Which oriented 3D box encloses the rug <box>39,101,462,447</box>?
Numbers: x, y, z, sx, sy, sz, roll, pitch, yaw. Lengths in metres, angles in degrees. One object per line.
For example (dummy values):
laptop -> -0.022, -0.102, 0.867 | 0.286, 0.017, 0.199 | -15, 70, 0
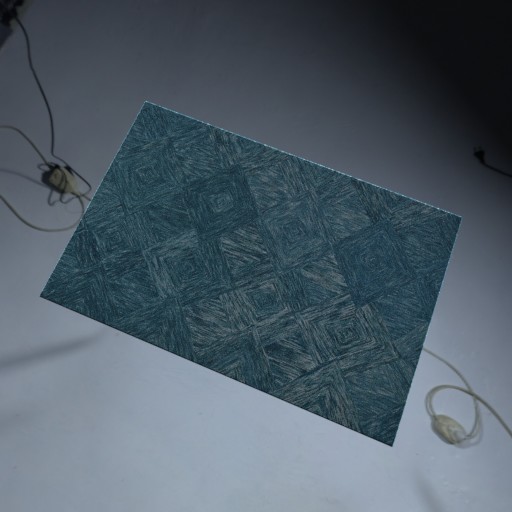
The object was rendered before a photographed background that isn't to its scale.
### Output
rug -> 0.000, 0.000, 2.799 | 2.277, 0.015, 1.490 | 22, 76, 6
